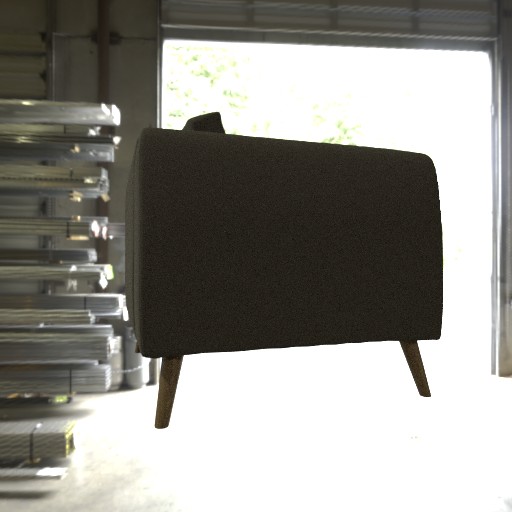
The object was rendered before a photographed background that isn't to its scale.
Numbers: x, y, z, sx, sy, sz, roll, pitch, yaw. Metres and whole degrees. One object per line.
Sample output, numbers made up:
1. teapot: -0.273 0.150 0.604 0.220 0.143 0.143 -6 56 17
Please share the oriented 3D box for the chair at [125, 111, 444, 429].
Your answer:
1. chair: 0.000 0.000 1.674 0.930 0.860 1.000 0 0 -18
